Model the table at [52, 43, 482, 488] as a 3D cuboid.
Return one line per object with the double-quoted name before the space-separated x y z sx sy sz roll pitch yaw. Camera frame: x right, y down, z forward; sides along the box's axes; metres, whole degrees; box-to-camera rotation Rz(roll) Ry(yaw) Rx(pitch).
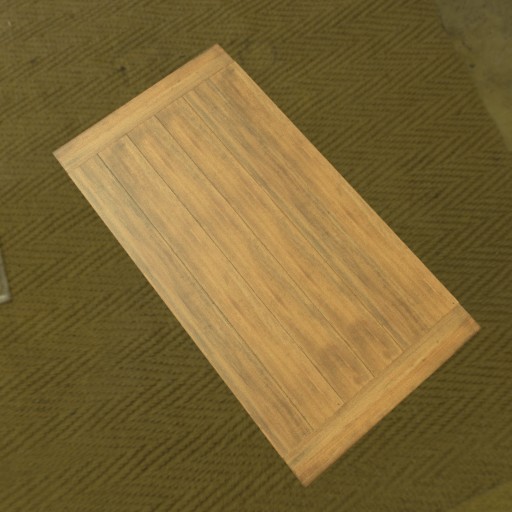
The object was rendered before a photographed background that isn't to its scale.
"table" 0.000 0.000 1.602 0.693 0.494 1.270 -38 78 -9
